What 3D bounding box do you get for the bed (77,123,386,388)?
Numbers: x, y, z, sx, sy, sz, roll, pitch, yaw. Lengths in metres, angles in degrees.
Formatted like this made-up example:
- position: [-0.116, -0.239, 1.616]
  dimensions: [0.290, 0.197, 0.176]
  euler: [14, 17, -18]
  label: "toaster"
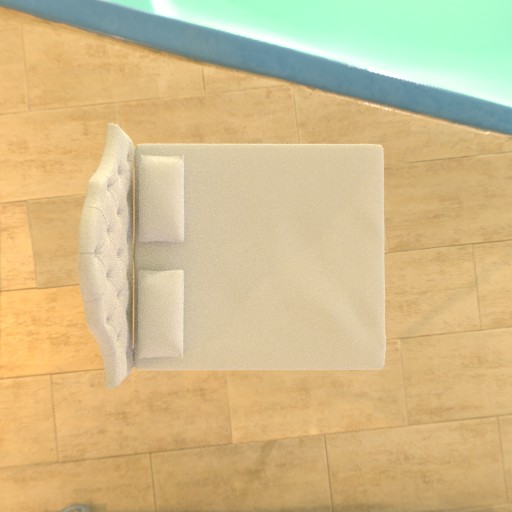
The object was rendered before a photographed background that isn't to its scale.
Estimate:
- position: [0.000, 0.000, 3.533]
  dimensions: [2.214, 1.615, 2.008]
  euler: [0, 89, -1]
  label: "bed"
